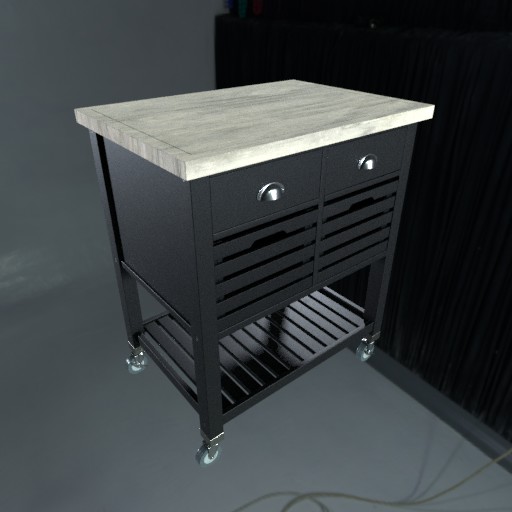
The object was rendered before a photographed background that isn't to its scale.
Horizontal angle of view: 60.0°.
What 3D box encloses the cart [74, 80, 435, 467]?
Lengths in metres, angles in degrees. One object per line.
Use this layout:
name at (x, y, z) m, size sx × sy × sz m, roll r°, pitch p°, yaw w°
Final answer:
cart at (0.000, 0.000, 1.417) m, size 0.797 × 0.920 × 0.567 m, roll -22°, pitch 37°, yaw -33°
